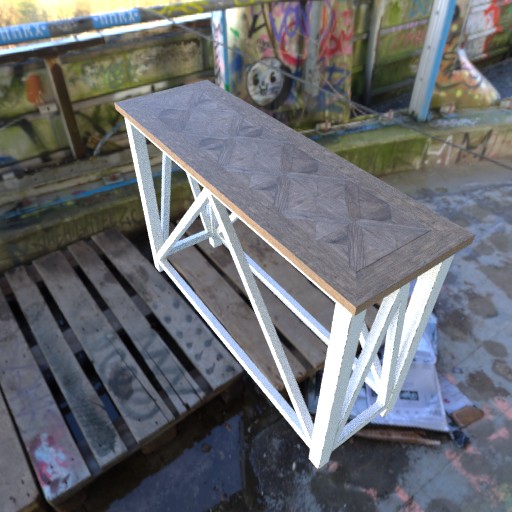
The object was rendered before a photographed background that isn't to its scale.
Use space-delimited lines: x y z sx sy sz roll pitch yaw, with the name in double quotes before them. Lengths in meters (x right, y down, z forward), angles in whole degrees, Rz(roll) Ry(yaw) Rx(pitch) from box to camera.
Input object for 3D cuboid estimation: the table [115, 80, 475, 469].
"table" 0.000 0.000 1.826 0.450 0.930 1.400 -25 48 -26
